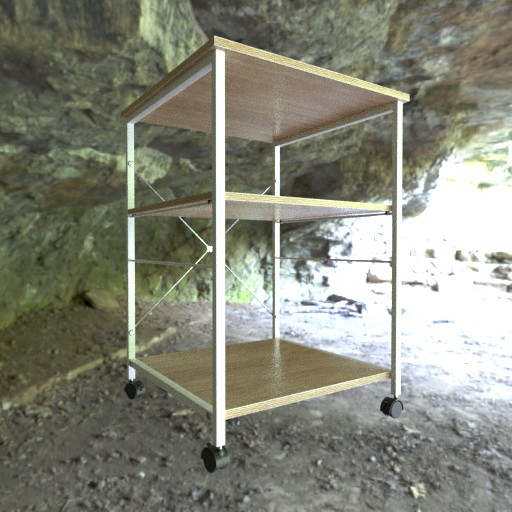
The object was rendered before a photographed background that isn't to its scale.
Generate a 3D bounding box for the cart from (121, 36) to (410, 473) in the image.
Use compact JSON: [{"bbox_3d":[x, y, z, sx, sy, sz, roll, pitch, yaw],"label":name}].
[{"bbox_3d":[0.000,0.000,1.119,0.521,0.762,0.520,-1,1,-34],"label":"cart"}]
